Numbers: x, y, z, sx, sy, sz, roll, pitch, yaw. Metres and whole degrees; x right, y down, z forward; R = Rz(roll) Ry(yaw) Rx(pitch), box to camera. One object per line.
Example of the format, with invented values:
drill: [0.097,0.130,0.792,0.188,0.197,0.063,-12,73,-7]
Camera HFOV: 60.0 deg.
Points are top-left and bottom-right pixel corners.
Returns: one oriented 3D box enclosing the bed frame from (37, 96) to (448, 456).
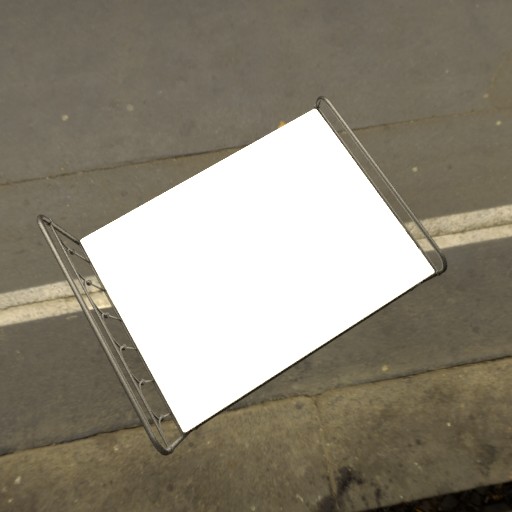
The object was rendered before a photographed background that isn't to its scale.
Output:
bed frame: [0.000,0.000,3.228,2.203,1.276,1.664,-31,78,-7]
